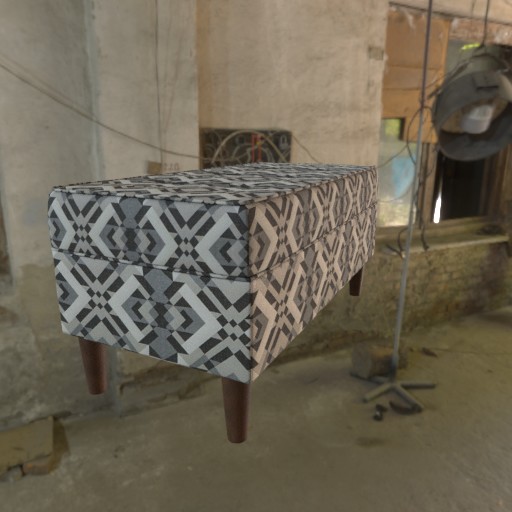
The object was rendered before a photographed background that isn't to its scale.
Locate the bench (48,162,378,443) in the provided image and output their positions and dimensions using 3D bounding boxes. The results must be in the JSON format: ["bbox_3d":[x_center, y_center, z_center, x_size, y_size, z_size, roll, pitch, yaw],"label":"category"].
[{"bbox_3d":[0.000,0.000,1.293,0.492,0.477,1.016,8,17,26],"label":"bench"}]
